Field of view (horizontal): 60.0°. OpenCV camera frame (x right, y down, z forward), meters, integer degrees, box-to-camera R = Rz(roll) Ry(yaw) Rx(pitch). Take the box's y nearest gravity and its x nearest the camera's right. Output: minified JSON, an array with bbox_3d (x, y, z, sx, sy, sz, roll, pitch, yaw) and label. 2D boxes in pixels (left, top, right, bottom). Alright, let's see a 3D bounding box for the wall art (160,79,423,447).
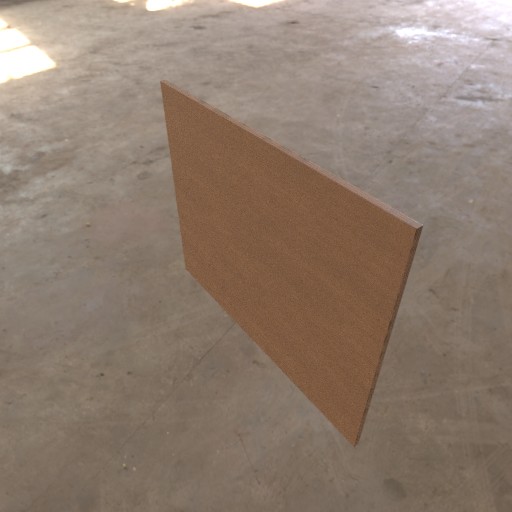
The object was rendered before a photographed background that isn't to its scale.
[{"bbox_3d":[0.000,0.000,0.697,0.010,0.408,0.508,-26,46,-27],"label":"wall art"}]
